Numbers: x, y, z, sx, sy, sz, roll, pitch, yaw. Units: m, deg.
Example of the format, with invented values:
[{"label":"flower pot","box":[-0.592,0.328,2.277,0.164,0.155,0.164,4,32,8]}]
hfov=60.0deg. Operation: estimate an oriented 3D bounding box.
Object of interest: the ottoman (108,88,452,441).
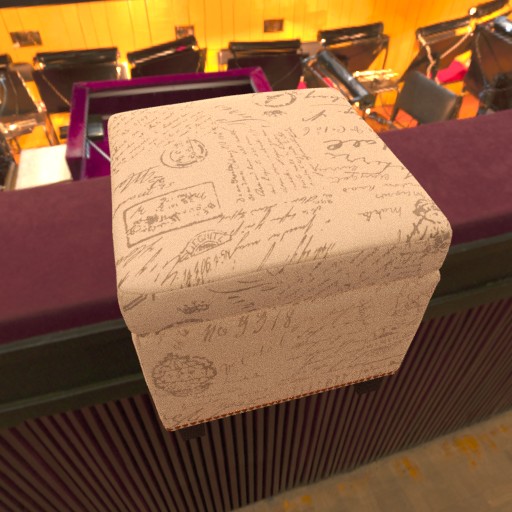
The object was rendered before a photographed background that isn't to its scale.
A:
[{"label":"ottoman","box":[0.000,0.000,0.831,0.449,0.457,0.450,-11,47,-10]}]
